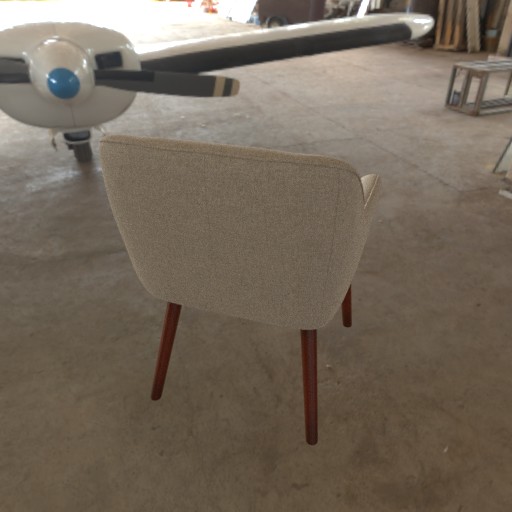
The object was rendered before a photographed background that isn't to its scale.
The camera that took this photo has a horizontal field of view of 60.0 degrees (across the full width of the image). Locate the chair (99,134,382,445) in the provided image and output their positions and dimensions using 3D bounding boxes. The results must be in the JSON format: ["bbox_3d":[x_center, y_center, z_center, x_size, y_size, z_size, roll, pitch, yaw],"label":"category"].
[{"bbox_3d":[0.000,0.000,1.258,0.610,0.813,0.610,10,33,15],"label":"chair"}]
